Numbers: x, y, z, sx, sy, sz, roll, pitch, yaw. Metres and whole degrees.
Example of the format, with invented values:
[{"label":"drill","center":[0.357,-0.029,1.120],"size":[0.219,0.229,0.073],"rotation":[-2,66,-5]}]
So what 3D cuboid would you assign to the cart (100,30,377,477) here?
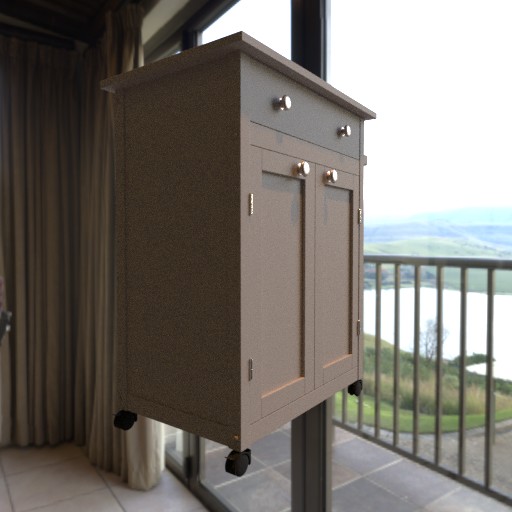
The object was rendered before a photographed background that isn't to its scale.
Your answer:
[{"label":"cart","center":[0.000,0.000,1.240],"size":[0.442,0.864,0.683],"rotation":[1,2,37]}]
